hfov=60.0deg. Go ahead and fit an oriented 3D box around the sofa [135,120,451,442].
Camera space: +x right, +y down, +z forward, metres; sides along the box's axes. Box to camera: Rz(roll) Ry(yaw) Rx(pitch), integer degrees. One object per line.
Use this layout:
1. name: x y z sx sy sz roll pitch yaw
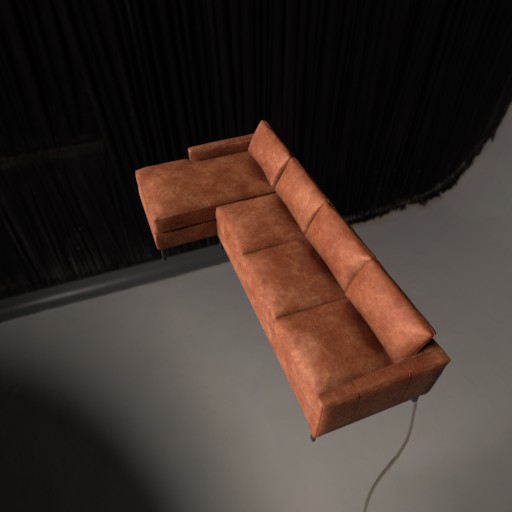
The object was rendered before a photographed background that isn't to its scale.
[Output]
1. sofa: 0.000 0.000 3.704 1.471 0.859 2.993 -16 48 -15
